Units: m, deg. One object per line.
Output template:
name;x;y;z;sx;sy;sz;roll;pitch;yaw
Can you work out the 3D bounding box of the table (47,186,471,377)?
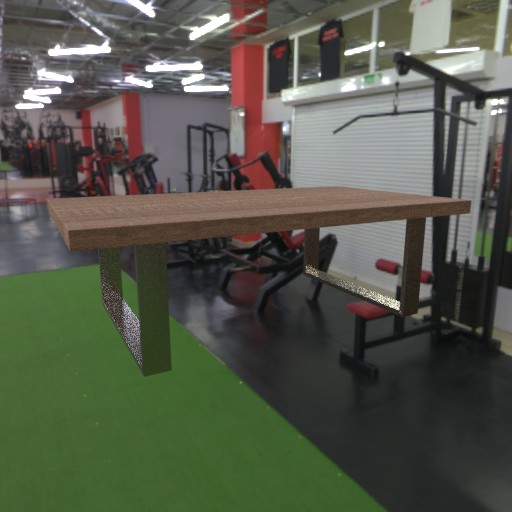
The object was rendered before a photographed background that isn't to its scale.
table;0.000;0.000;1.731;1.400;0.440;0.800;-7;15;-27
